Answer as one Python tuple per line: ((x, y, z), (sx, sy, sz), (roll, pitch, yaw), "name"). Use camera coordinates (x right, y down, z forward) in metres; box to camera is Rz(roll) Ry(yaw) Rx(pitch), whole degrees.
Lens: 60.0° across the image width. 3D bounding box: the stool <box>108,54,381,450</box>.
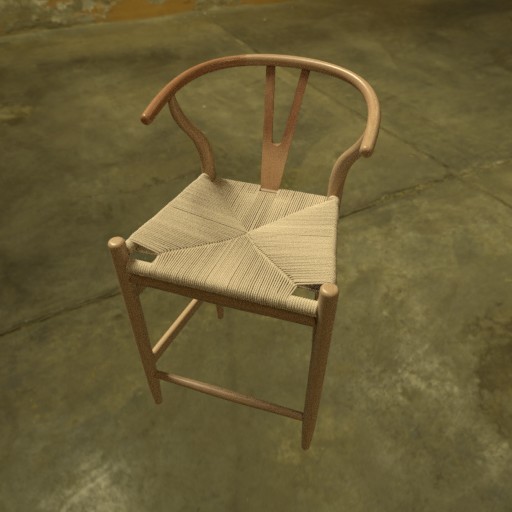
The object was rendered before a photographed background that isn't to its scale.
((0.000, 0.000, 1.254), (0.536, 0.923, 0.575), (12, 42, 13), "stool")
